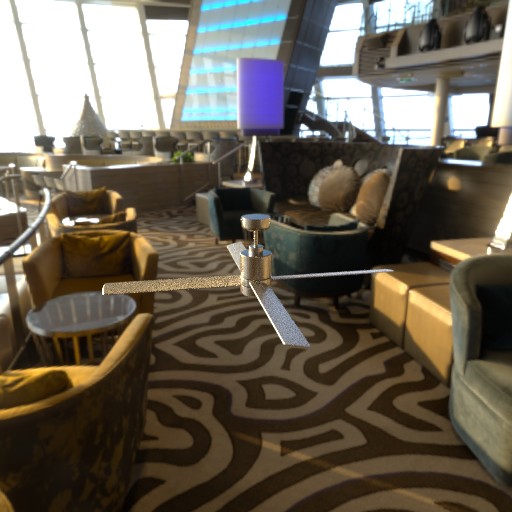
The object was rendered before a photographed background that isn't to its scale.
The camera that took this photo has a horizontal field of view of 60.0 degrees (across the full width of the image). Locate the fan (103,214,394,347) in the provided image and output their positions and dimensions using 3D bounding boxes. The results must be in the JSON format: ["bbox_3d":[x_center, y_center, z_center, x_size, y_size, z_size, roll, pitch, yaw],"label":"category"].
[{"bbox_3d":[0.000,0.000,1.973,1.322,0.355,1.322,-3,16,-11],"label":"fan"}]
